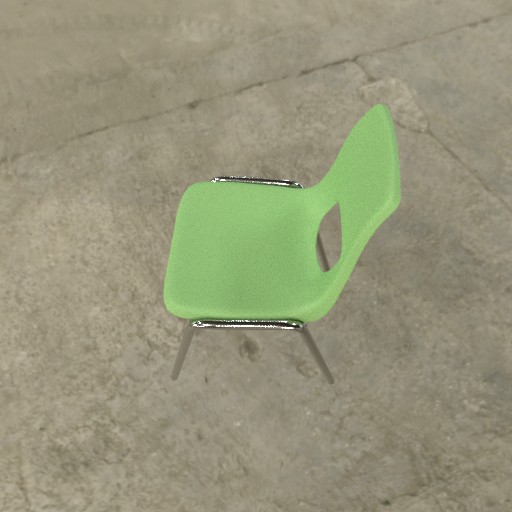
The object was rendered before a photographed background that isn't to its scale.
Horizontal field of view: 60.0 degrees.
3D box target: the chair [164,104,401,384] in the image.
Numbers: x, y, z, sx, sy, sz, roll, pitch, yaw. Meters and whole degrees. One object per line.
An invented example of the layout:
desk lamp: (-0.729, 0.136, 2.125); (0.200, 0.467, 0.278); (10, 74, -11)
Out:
chair: (0.000, 0.000, 0.975); (0.436, 0.704, 0.381); (3, 59, 2)
